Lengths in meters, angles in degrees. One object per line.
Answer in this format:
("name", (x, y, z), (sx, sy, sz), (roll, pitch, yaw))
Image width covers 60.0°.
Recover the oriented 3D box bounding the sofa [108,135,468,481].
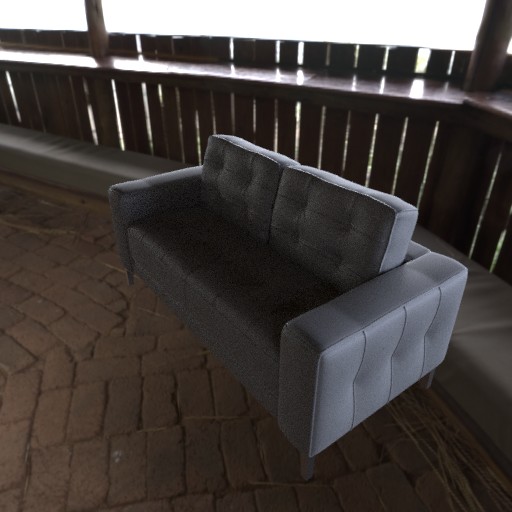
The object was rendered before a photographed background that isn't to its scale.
("sofa", (0.000, 0.000, 2.181), (0.833, 0.892, 1.726), (-21, 36, -31))
